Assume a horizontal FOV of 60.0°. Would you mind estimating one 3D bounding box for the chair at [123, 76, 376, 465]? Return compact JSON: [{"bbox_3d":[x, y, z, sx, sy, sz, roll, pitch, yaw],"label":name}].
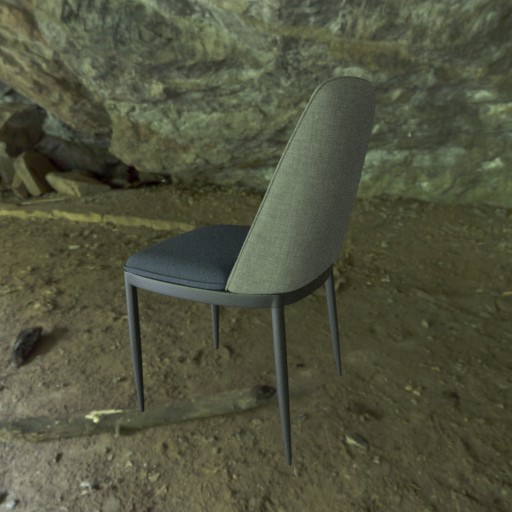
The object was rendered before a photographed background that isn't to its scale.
[{"bbox_3d":[0.000,0.000,1.177,0.550,0.855,0.488,8,18,25],"label":"chair"}]
